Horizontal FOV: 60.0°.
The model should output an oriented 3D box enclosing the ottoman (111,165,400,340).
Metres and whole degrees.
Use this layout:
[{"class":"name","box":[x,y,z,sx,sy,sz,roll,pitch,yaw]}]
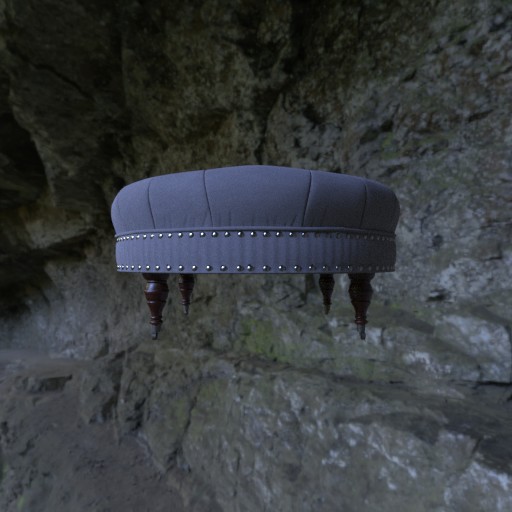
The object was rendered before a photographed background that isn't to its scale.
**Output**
[{"class":"ottoman","box":[0.000,0.000,1.413,0.901,0.439,0.901,0,-1,0]}]
